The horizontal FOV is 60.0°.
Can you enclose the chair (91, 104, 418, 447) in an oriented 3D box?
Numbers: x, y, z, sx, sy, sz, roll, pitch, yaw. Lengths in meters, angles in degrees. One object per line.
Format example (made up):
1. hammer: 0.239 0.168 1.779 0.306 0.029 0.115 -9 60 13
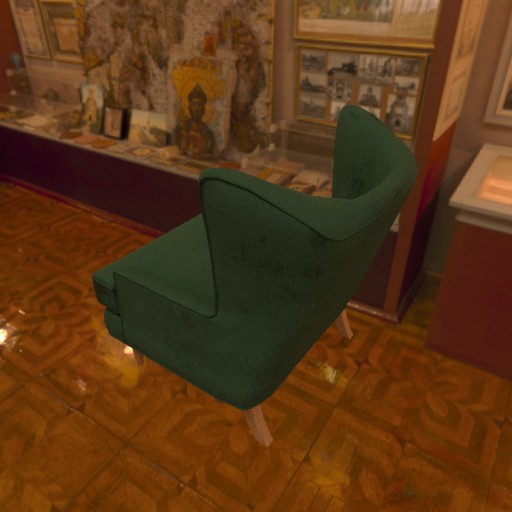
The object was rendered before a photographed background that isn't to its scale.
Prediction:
1. chair: 0.000 0.000 1.587 0.910 0.952 0.793 21 38 29
